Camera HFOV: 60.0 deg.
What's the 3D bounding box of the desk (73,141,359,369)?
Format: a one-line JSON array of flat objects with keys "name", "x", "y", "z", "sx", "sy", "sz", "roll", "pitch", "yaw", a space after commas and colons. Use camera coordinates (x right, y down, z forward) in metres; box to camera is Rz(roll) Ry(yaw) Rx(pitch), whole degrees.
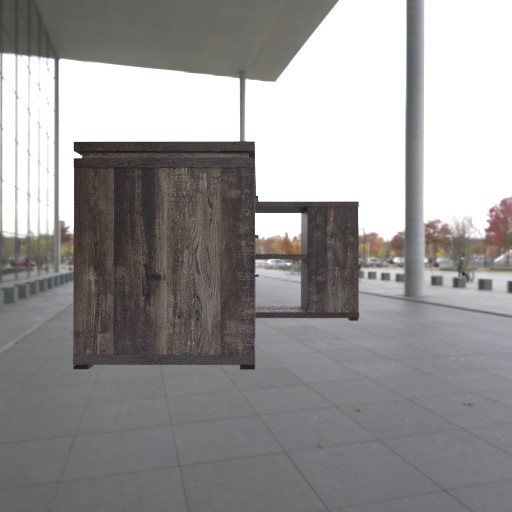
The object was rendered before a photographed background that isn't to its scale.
[{"name": "desk", "x": 0.000, "y": 0.000, "z": 2.222, "sx": 1.200, "sy": 0.753, "sz": 1.524, "roll": 0, "pitch": 0, "yaw": 0}]
